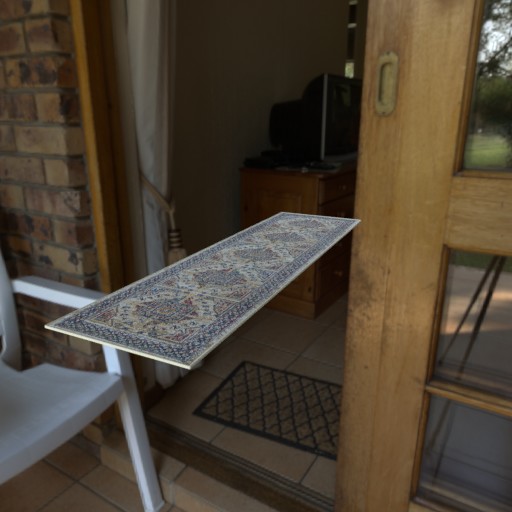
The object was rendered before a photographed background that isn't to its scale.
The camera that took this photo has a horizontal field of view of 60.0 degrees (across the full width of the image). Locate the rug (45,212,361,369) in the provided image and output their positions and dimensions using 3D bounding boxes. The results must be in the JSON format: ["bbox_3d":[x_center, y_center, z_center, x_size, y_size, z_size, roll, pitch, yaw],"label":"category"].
[{"bbox_3d":[0.000,0.000,2.523,0.661,0.013,2.297,8,19,25],"label":"rug"}]
